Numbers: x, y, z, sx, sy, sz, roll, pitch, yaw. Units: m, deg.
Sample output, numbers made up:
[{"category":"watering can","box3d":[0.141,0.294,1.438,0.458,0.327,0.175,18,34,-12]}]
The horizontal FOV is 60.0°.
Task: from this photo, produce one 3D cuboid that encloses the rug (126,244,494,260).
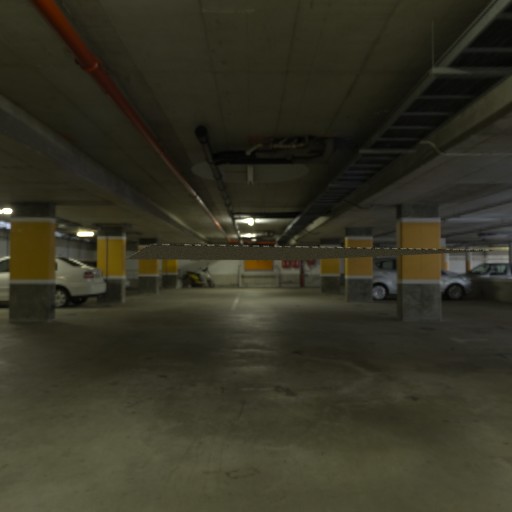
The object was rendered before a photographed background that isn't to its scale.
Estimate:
[{"category":"rug","box3d":[0.000,0.000,2.187,1.177,0.004,1.750,1,-2,-18]}]
